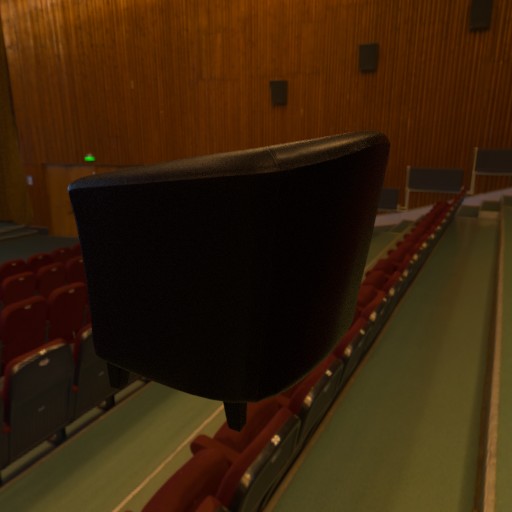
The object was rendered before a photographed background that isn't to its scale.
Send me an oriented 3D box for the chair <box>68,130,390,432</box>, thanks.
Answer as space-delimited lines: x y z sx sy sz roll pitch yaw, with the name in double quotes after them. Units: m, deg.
0.000 0.000 1.379 0.727 0.756 0.793 8 18 27 "chair"
